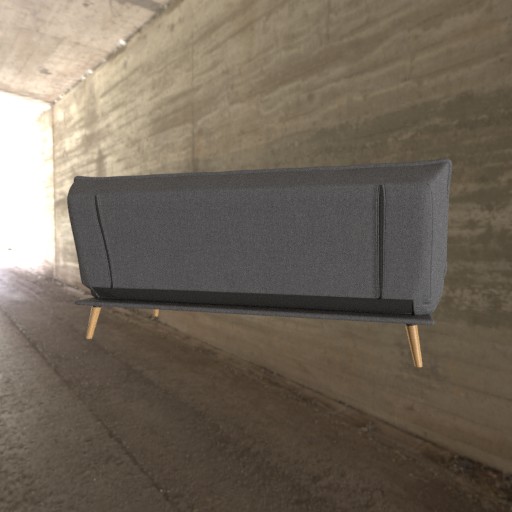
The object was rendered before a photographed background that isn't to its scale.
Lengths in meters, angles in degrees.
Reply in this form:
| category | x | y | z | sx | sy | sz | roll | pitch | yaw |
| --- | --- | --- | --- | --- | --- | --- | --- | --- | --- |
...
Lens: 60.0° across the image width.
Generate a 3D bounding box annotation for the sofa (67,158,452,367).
| category | x | y | z | sx | sy | sz | roll | pitch | yaw |
| --- | --- | --- | --- | --- | --- | --- | --- | --- | --- |
| sofa | 0.000 | 0.000 | 2.475 | 1.940 | 0.890 | 0.950 | 1 | 3 | 18 |
